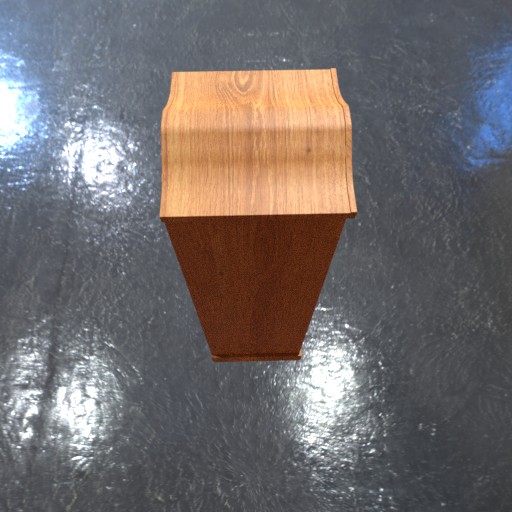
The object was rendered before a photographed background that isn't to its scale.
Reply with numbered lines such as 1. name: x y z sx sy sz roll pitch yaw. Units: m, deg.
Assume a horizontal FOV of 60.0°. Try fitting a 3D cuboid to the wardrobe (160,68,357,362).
1. wardrobe: 0.000 0.000 2.170 0.570 1.870 0.590 -1 63 -1
